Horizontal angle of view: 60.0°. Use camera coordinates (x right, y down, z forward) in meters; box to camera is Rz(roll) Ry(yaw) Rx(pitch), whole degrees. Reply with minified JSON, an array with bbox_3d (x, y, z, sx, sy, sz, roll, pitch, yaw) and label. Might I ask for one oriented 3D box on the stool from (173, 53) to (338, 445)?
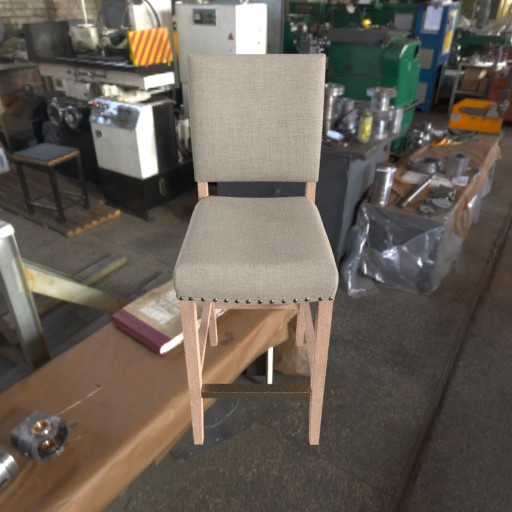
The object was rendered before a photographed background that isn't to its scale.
[{"bbox_3d":[0.000,0.000,1.466,0.445,1.173,0.585,0,30,0],"label":"stool"}]
